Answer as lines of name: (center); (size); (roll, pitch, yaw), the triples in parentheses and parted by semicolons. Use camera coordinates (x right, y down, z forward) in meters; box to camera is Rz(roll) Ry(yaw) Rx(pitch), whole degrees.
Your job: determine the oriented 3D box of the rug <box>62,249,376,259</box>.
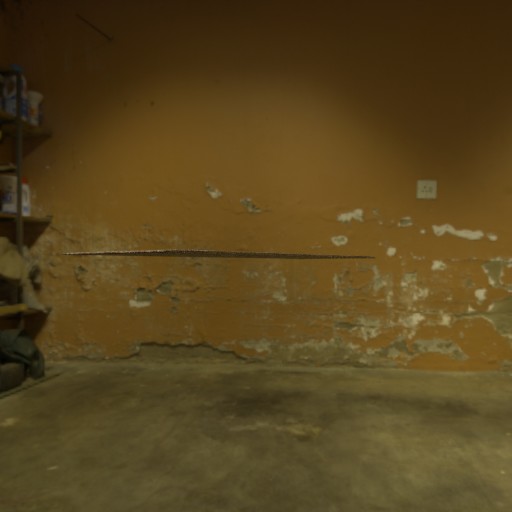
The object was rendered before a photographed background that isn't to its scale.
rug: (0.000, 0.000, 2.905); (2.378, 0.018, 1.324); (1, -1, -36)
